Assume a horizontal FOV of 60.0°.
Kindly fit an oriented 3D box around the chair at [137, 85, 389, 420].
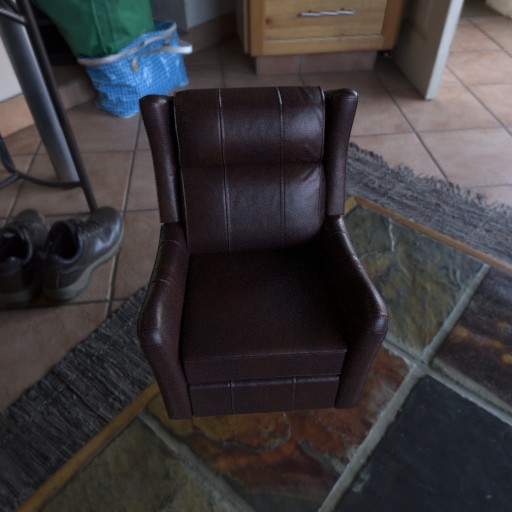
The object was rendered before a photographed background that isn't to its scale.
[{"bbox_3d":[0.000,0.000,1.866,0.869,1.084,1.008,-3,46,-3],"label":"chair"}]
